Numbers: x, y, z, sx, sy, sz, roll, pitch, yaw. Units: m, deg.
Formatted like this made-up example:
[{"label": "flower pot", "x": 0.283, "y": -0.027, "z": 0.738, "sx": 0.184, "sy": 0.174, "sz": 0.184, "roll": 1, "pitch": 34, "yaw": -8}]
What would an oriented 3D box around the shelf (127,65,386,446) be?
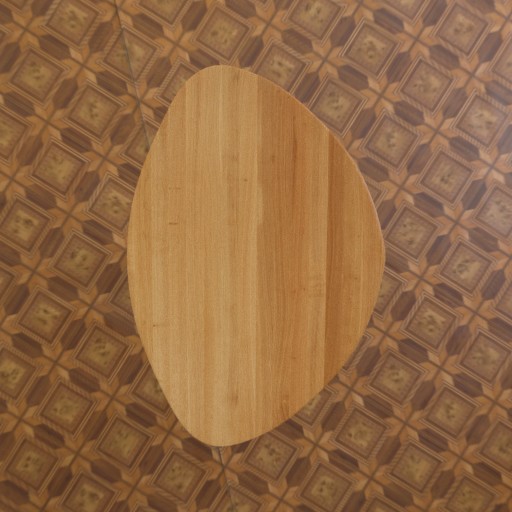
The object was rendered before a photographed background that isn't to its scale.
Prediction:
[{"label": "shelf", "x": 0.000, "y": 0.000, "z": 1.668, "sx": 0.845, "sy": 0.440, "sz": 1.246, "roll": 0, "pitch": 91, "yaw": -1}]
